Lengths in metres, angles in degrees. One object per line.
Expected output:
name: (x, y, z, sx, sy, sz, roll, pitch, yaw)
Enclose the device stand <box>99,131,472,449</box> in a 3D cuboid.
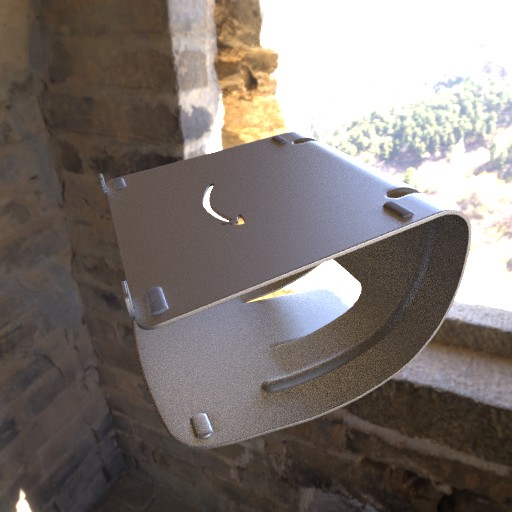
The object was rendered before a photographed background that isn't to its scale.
device stand: (0.000, 0.000, 0.394, 0.236, 0.155, 0.256, -10, 30, -18)
